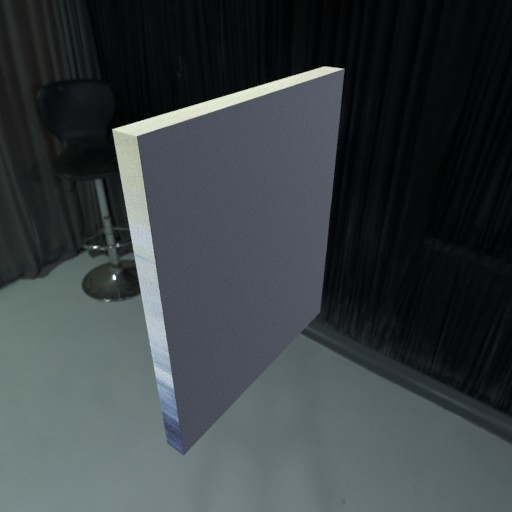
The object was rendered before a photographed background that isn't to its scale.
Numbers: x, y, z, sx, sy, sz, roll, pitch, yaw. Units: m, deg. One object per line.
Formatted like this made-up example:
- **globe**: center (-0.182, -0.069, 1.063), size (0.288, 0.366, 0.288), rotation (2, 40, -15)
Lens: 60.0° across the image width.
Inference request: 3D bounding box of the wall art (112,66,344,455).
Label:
- **wall art**: center (0.000, 0.000, 0.719), size (0.037, 0.511, 0.435), rotation (22, 39, 30)
